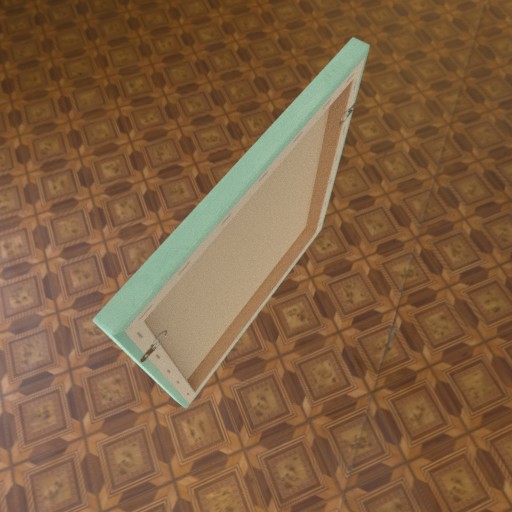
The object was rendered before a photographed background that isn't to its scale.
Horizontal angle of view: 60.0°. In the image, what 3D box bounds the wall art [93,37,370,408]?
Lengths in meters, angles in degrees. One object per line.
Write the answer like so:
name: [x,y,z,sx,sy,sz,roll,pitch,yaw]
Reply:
wall art: [0.000,0.000,1.580,0.070,1.073,1.071,33,68,15]
